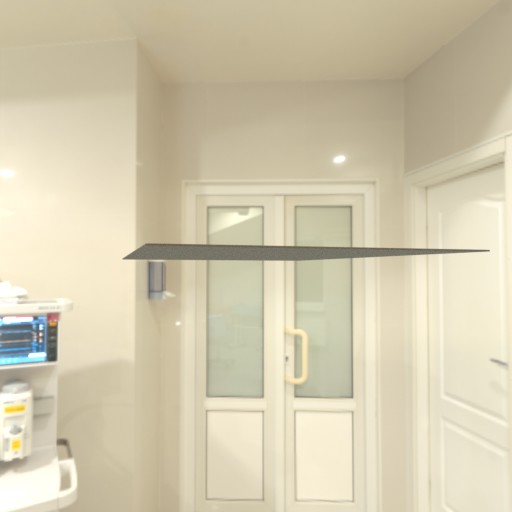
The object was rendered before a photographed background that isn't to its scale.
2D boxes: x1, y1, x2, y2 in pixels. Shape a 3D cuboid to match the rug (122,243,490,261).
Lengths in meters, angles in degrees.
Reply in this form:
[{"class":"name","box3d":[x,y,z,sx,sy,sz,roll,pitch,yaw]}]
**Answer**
[{"class":"rug","box3d":[0.000,0.000,2.908,1.600,0.008,2.235,1,-2,-19]}]
